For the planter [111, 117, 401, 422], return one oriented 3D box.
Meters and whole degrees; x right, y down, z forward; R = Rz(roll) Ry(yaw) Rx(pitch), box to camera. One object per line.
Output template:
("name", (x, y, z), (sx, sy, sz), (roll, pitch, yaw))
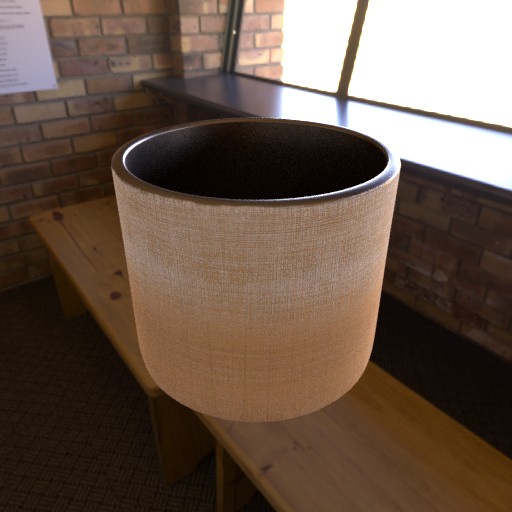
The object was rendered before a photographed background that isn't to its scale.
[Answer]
("planter", (0.000, 0.000, 0.450), (0.254, 0.221, 0.254), (0, 30, 0))
